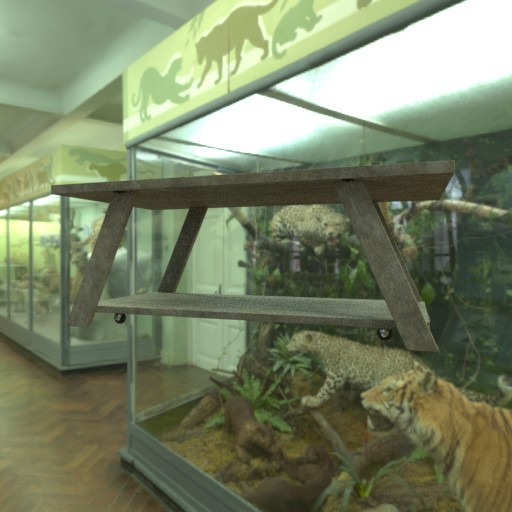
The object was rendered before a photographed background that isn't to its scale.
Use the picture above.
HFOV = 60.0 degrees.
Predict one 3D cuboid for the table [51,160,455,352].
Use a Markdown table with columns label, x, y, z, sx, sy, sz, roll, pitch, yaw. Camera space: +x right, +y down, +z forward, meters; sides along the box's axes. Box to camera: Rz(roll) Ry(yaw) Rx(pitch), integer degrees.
| label | x | y | z | sx | sy | sz | roll | pitch | yaw |
| --- | --- | --- | --- | --- | --- | --- | --- | --- | --- |
| table | 0.000 | 0.000 | 1.550 | 1.219 | 0.470 | 0.610 | 0 | 1 | 19 |
